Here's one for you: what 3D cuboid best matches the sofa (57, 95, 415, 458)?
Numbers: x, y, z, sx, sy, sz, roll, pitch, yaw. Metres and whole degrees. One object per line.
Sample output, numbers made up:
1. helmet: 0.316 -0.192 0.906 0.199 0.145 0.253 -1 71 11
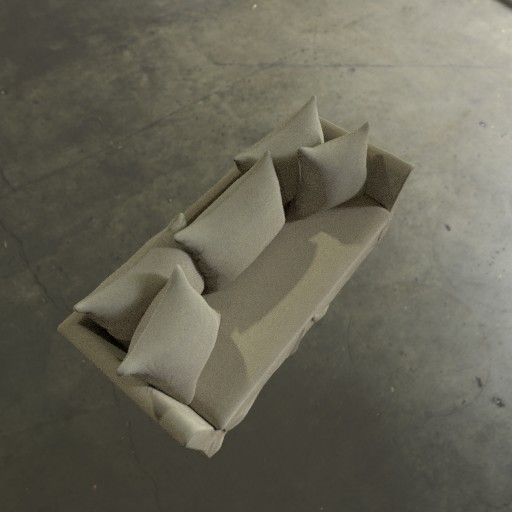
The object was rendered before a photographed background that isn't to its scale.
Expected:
1. sofa: 0.000 0.000 2.900 1.031 1.034 2.290 34 64 19
